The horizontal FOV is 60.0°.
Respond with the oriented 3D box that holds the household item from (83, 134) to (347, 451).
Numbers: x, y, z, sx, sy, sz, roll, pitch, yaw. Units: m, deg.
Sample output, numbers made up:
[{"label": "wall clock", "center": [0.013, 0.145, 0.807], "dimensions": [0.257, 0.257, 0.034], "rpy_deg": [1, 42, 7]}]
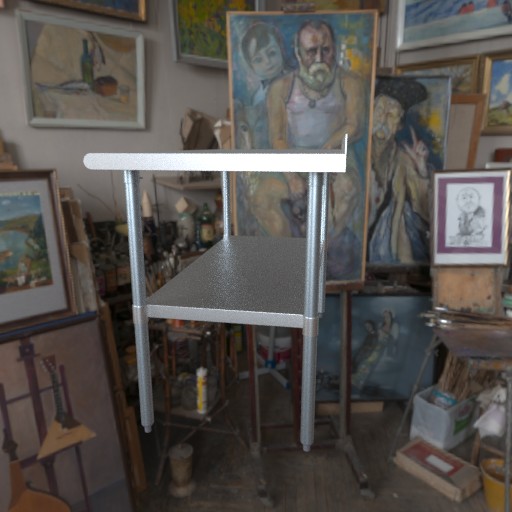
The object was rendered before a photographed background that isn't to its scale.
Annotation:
[{"label": "household item", "center": [0.000, 0.000, 1.664], "dimensions": [0.610, 0.851, 1.219], "rpy_deg": [2, 14, 10]}]
